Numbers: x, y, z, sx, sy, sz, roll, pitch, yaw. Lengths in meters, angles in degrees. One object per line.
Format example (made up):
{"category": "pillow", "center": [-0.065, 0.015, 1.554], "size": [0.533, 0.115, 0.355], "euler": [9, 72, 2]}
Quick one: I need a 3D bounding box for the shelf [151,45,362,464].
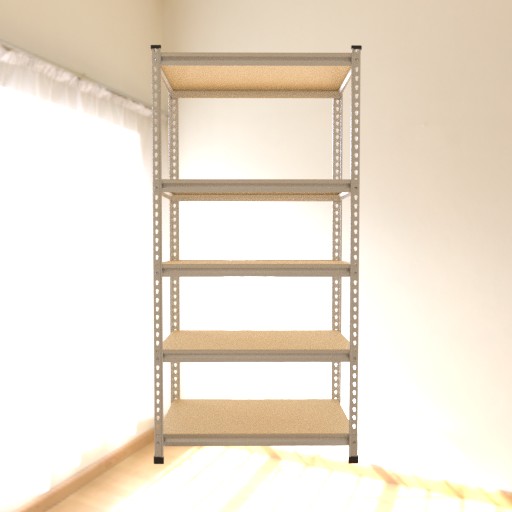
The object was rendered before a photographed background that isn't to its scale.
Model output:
{"category": "shelf", "center": [0.000, 0.000, 2.163], "size": [0.914, 1.829, 0.457], "euler": [0, 2, 0]}
